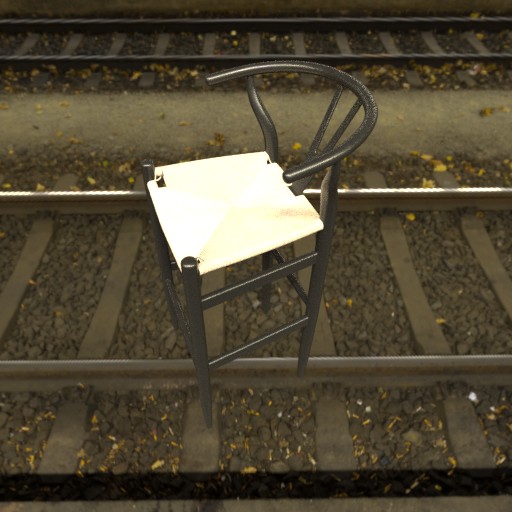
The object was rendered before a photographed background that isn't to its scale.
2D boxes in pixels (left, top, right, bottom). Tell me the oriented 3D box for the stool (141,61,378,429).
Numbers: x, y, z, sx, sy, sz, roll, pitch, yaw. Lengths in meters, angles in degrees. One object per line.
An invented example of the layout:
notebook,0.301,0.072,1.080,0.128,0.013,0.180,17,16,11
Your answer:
stool,0.000,0.000,1.444,0.579,1.072,0.569,-16,46,-16
